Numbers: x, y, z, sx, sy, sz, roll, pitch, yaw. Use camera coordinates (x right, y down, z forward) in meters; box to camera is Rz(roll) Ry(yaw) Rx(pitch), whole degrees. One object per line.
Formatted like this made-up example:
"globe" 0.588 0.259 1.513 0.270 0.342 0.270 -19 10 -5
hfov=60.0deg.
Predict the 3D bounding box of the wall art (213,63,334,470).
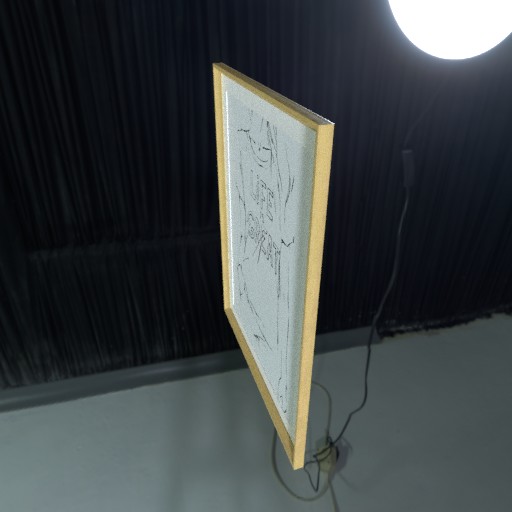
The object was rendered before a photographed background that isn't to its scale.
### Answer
"wall art" 0.000 0.000 1.368 0.030 1.002 0.798 -10 32 -16
